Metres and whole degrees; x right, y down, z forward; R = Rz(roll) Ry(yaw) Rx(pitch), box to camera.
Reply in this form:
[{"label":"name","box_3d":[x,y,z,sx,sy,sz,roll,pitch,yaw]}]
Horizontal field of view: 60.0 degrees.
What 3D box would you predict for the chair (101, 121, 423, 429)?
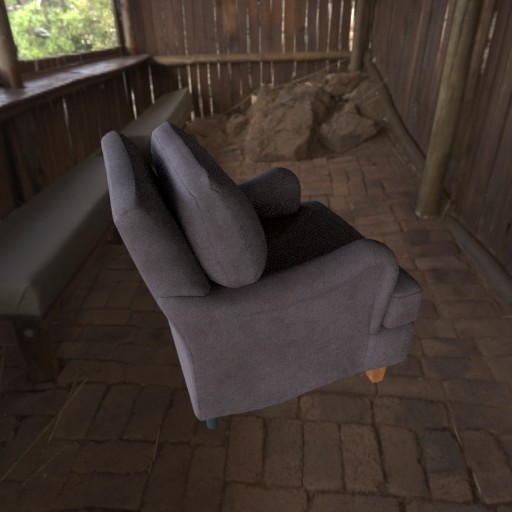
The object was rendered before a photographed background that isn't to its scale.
[{"label":"chair","box_3d":[0.000,0.000,1.852,1.070,0.997,0.955,-10,31,-17]}]
